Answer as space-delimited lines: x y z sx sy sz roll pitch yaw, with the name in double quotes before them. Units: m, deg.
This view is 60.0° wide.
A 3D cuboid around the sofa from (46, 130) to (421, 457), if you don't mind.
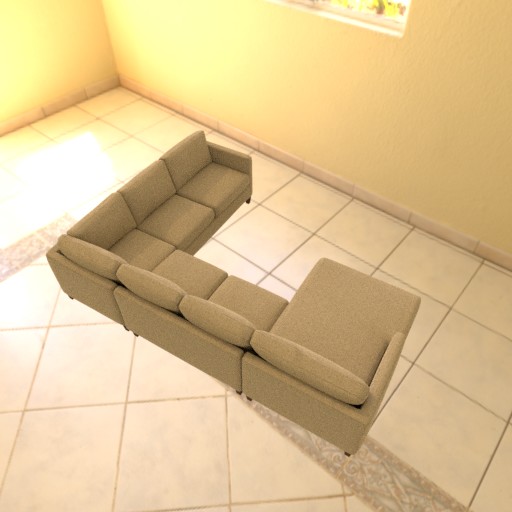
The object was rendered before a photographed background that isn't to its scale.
"sofa" 0.000 0.000 4.766 3.460 0.959 2.593 23 51 21
